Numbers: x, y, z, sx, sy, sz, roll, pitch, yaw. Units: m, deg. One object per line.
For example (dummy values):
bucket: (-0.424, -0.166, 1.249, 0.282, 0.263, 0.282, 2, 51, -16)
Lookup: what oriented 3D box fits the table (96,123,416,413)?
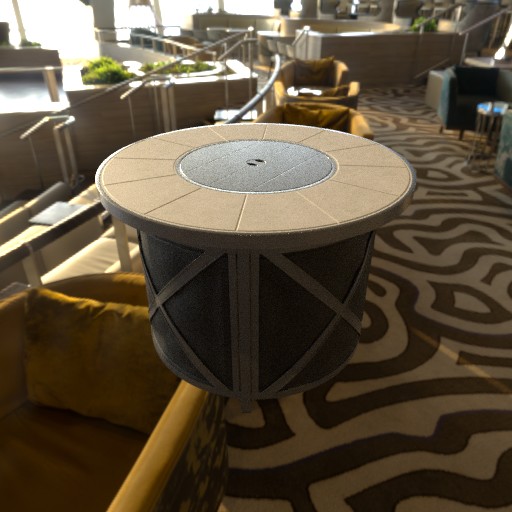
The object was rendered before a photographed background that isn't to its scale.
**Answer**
table: (0.000, 0.000, 1.489, 0.914, 0.650, 0.914, 0, 31, 0)
